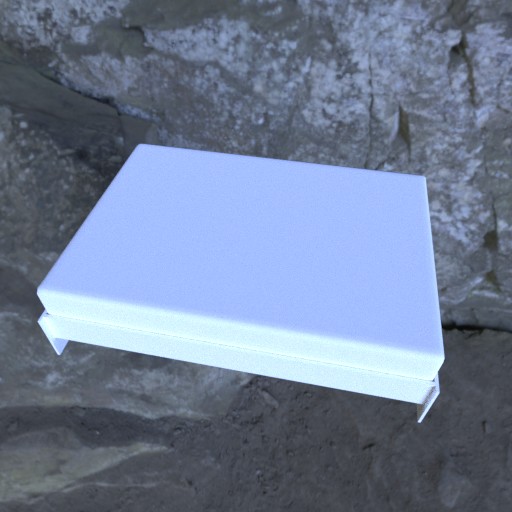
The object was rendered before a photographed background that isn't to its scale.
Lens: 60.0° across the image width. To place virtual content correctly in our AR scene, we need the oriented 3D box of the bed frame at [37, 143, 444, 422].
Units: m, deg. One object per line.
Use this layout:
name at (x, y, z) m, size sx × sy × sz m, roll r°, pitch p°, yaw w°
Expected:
bed frame at (0.000, 0.000, 2.629) m, size 1.945 × 0.497 × 1.445 m, roll 8°, pitch 47°, yaw 8°
